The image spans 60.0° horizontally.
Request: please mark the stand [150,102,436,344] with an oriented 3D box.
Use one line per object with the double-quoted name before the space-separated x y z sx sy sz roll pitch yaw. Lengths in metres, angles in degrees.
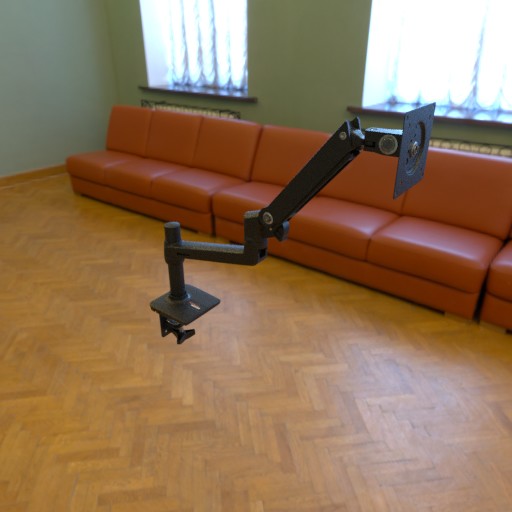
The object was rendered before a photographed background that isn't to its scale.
"stand" 0.000 0.000 1.024 0.650 0.713 0.152 18 32 32
